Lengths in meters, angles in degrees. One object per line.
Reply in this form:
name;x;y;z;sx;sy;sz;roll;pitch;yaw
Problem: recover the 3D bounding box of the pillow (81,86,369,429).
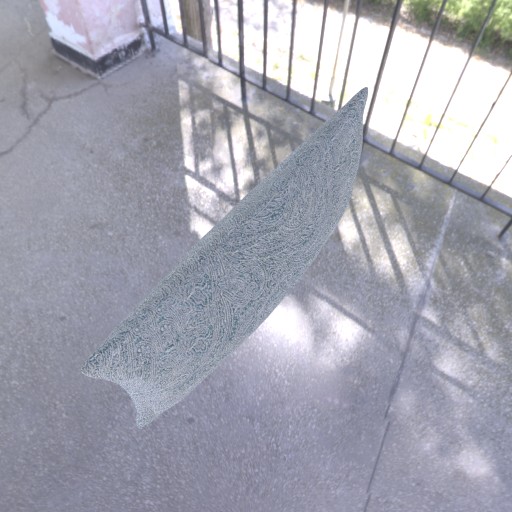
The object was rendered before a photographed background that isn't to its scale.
pillow;0.000;0.000;0.732;0.151;0.295;0.615;33;63;19
